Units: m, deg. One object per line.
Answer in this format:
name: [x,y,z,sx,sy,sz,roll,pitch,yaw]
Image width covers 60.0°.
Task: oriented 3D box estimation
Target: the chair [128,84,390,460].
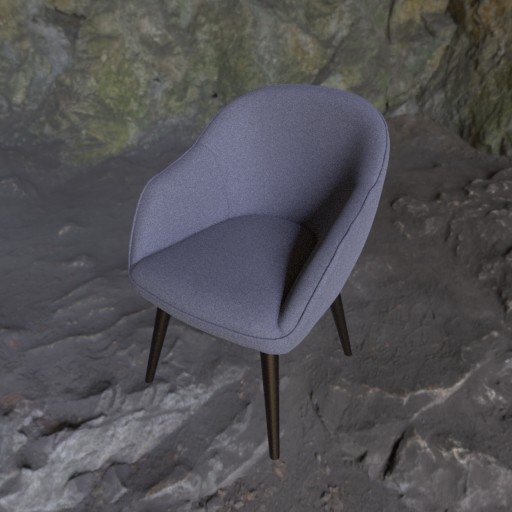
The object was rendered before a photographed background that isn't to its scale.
chair: [0.000,0.000,1.233,0.589,0.810,0.611,20,36,29]
